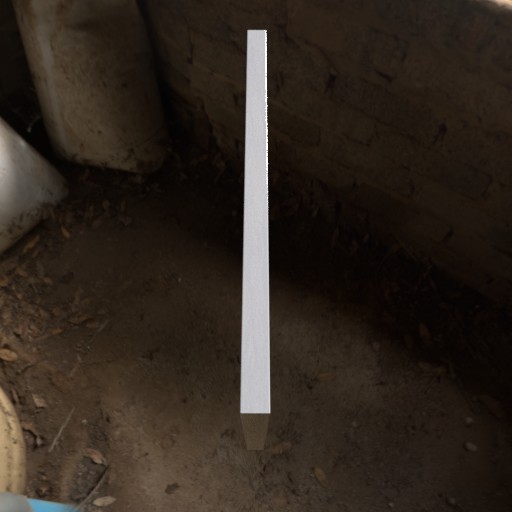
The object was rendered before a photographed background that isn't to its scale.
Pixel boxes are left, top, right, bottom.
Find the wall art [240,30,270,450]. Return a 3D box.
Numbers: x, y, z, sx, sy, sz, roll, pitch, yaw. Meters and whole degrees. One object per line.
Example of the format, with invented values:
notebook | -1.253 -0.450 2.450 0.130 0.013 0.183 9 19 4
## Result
wall art | 0.000 0.000 1.369 0.053 0.787 1.041 0 62 0
